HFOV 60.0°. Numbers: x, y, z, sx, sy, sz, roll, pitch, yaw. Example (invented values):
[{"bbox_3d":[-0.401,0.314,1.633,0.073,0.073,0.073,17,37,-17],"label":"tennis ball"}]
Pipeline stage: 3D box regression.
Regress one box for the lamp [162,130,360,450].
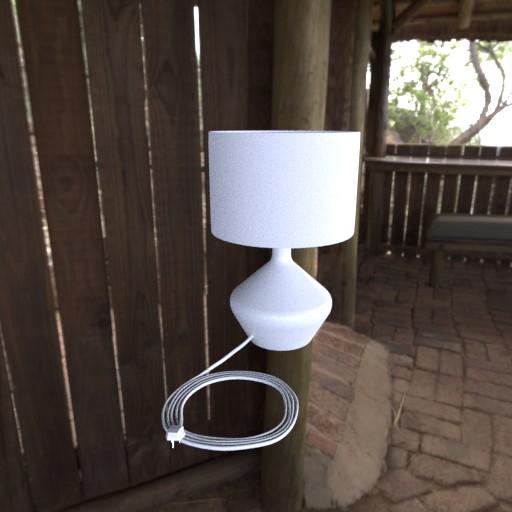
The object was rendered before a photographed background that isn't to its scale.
[{"bbox_3d":[0.000,0.000,0.852,0.546,0.457,0.401,-15,22,-41],"label":"lamp"}]
